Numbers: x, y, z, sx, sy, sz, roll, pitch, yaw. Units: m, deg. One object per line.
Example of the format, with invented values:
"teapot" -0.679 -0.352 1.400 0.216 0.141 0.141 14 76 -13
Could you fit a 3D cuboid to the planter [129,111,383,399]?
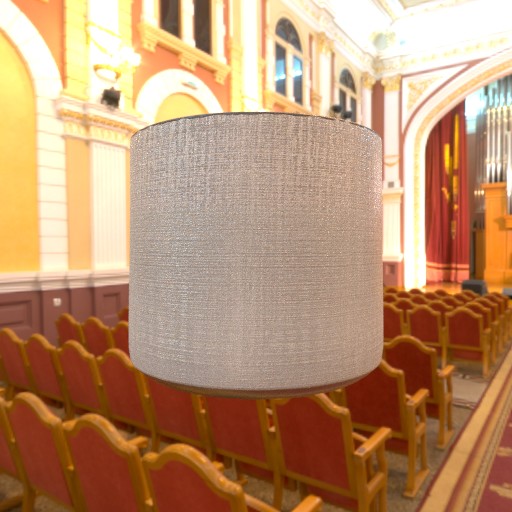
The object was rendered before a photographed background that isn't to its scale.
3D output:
"planter" 0.000 0.000 0.226 0.125 0.112 0.125 0 1 0
